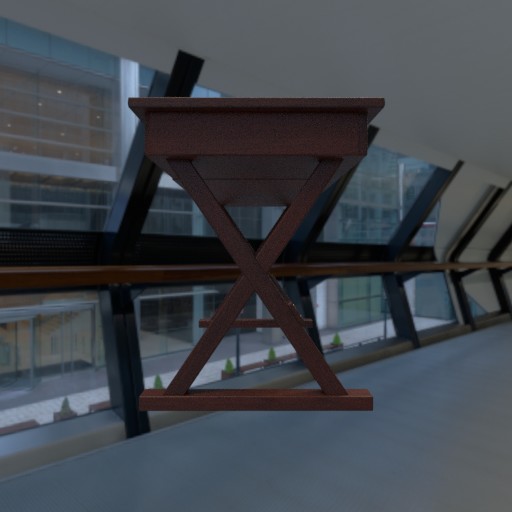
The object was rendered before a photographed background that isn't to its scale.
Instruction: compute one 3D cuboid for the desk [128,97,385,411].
[{"bbox_3d":[0.000,0.000,1.723,0.600,0.761,1.372,0,1,0],"label":"desk"}]
